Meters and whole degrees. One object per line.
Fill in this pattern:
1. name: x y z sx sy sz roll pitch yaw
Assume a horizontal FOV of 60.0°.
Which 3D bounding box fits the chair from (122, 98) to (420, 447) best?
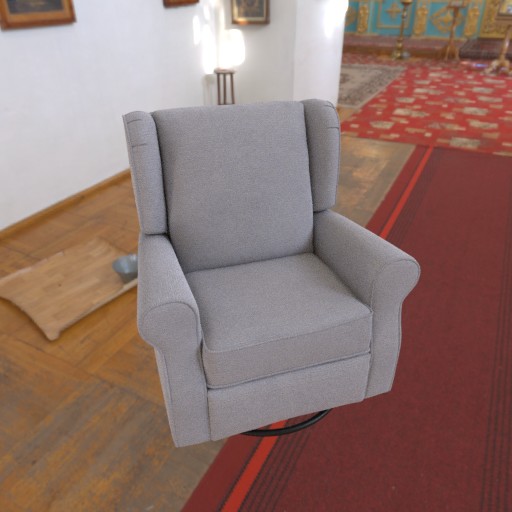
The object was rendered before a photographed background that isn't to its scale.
1. chair: 0.000 0.000 1.651 0.906 0.966 0.854 -9 32 -15
